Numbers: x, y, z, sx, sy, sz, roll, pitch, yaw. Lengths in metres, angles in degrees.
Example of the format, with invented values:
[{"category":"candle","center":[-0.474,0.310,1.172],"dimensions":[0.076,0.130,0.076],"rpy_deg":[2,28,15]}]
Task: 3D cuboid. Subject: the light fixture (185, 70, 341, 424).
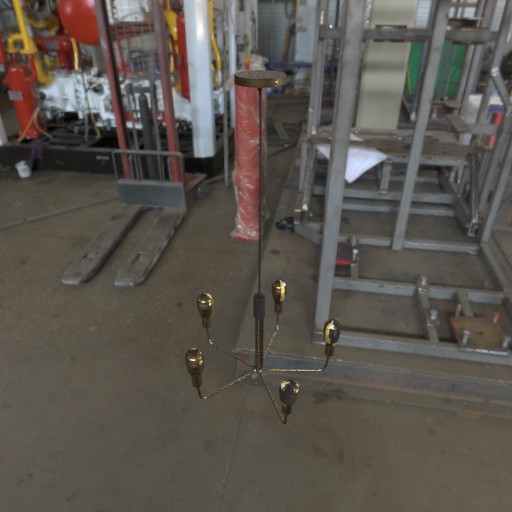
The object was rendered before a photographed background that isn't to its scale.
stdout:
[{"category":"light fixture","center":[0.000,0.000,1.390],"dimensions":[0.532,1.059,0.588],"rpy_deg":[-20,37,-30]}]
